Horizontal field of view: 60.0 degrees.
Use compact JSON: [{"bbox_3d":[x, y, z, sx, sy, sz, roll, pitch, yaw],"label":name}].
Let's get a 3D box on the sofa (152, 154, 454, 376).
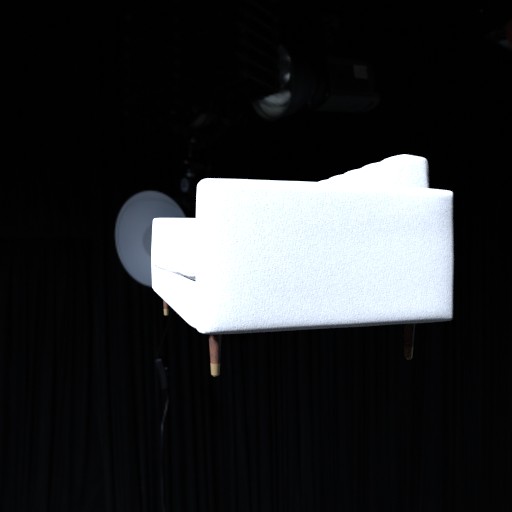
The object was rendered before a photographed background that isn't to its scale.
[{"bbox_3d":[0.000,0.000,2.379,0.969,0.814,1.895,0,1,-18],"label":"sofa"}]
